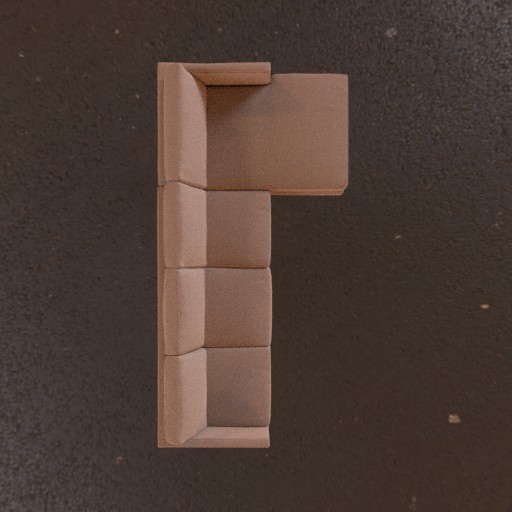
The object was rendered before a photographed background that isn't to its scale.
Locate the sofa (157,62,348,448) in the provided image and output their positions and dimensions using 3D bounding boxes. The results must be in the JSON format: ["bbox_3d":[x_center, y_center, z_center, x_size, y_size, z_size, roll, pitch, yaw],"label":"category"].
[{"bbox_3d":[0.000,0.000,3.873,1.625,0.861,3.186,0,91,1],"label":"sofa"}]
